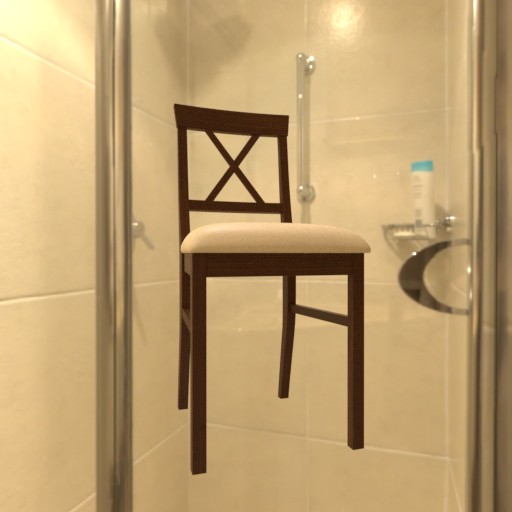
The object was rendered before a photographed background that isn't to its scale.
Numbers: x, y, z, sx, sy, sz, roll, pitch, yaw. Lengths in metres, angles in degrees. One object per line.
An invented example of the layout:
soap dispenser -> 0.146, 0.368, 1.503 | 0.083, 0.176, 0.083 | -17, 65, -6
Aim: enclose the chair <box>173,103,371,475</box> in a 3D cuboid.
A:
chair -> 0.000, 0.000, 1.187 | 0.440, 0.913, 0.480 | 0, 0, -18
